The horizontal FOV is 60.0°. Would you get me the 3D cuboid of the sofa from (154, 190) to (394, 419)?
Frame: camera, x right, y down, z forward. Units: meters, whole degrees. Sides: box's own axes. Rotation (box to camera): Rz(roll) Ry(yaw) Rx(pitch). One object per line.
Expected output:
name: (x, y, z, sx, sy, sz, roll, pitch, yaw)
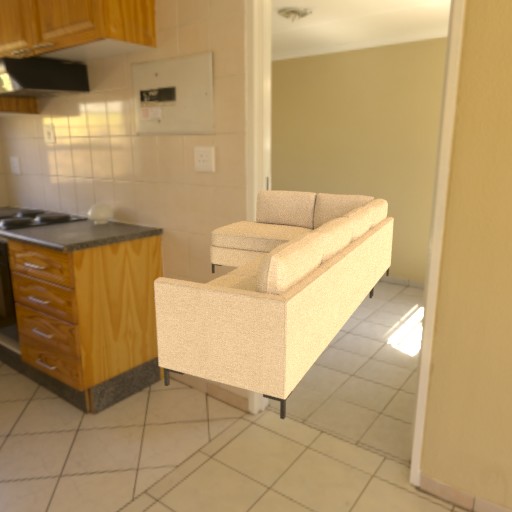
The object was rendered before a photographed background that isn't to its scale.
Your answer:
sofa: (0.000, 0.000, 4.354, 2.048, 0.996, 3.384, 7, 15, 26)
